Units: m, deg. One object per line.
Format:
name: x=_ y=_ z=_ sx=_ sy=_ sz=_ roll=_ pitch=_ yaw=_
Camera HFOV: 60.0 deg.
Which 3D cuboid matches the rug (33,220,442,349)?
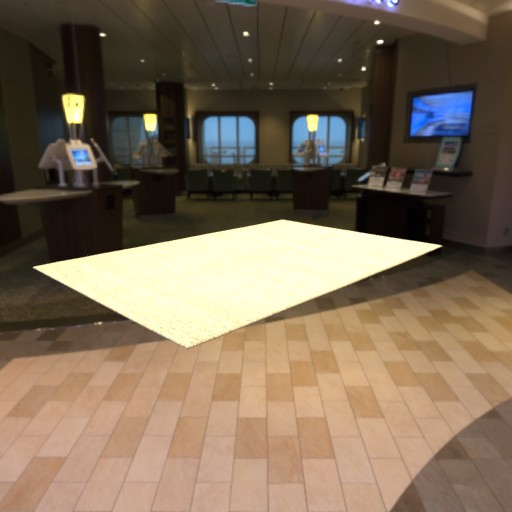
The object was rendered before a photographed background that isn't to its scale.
rug: x=0.000 y=0.000 z=2.385 sx=1.250 sy=0.015 sz=1.850 roll=14 pitch=20 yaw=43
